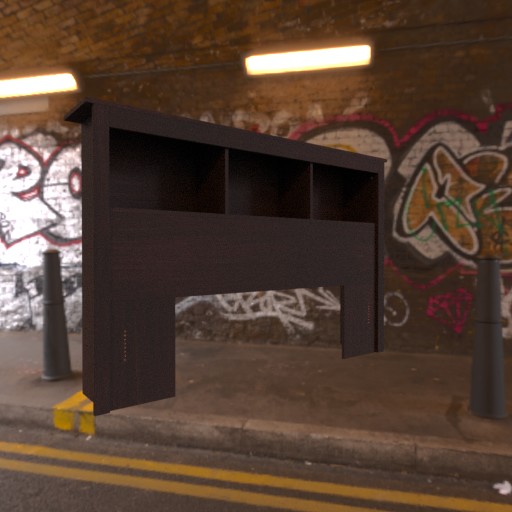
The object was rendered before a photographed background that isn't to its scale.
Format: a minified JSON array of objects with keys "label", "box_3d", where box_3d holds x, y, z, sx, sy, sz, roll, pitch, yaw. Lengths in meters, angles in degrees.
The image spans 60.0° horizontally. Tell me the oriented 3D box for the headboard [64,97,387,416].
[{"label":"headboard","box_3d":[0.000,0.000,2.126,1.671,1.092,0.279,-1,1,-38]}]
